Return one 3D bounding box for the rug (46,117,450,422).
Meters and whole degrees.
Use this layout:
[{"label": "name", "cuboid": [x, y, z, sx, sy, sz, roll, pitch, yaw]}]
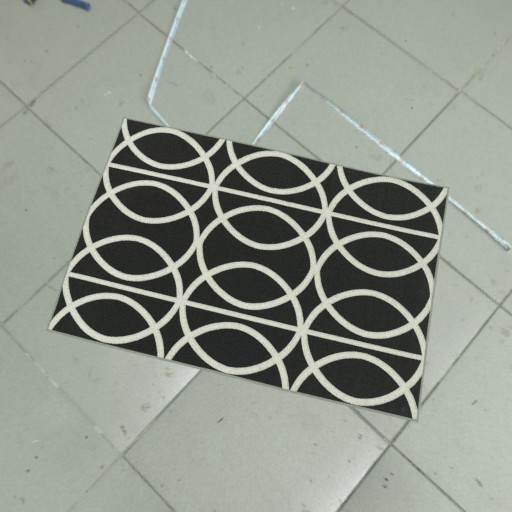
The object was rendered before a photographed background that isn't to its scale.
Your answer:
[{"label": "rug", "cuboid": [0.000, 0.000, 2.823, 2.290, 0.014, 1.526, 13, 75, 3]}]
